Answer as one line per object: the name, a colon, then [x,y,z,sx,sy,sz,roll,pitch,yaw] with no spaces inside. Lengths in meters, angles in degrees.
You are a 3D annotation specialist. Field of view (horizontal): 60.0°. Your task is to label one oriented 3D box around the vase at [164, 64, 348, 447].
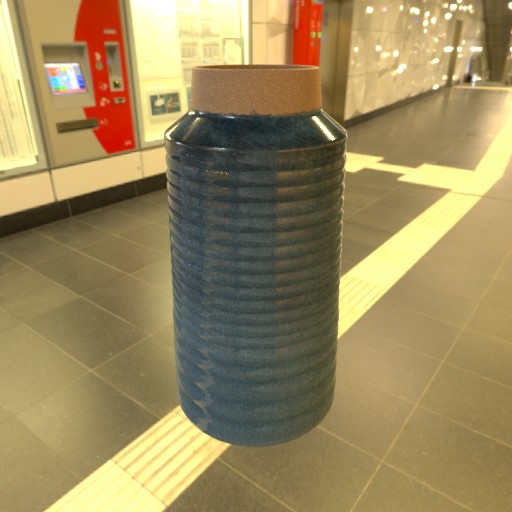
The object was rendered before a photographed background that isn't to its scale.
vase: [0.000,0.000,0.402,0.163,0.316,0.163,0,25,0]
